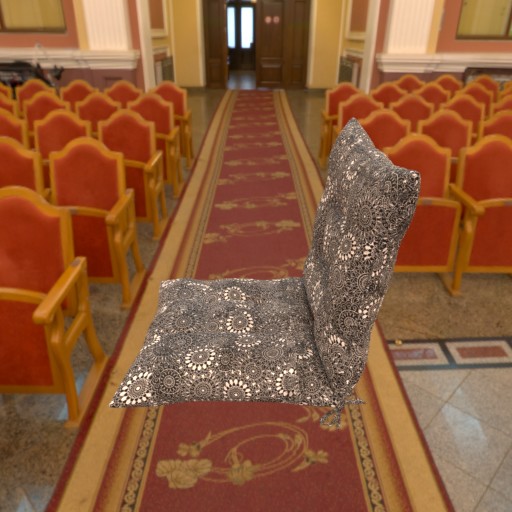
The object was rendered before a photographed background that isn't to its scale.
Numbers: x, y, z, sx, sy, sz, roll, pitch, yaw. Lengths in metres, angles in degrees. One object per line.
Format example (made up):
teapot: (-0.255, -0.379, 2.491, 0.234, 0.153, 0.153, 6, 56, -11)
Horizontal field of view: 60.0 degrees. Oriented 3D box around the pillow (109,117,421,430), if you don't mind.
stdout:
pillow: (0.000, 0.000, 1.011, 0.585, 0.536, 0.541, 0, 27, 0)
